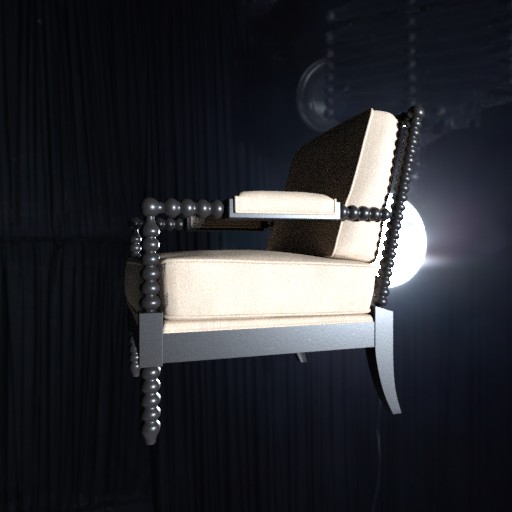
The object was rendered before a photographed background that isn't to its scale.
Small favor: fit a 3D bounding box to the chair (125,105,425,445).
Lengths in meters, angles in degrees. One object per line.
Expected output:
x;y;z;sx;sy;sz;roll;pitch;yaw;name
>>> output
0.000;0.000;1.159;0.657;0.703;0.555;0;0;-18;chair
